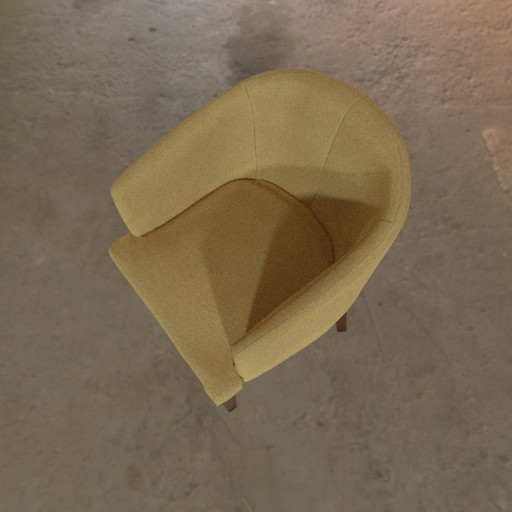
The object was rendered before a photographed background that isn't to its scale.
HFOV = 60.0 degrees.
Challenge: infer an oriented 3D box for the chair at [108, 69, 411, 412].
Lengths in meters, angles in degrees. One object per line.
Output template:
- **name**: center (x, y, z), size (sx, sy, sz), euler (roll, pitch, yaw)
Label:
- **chair**: center (0.000, 0.000, 1.256), size (0.655, 0.811, 0.583), euler (-35, 69, -16)
